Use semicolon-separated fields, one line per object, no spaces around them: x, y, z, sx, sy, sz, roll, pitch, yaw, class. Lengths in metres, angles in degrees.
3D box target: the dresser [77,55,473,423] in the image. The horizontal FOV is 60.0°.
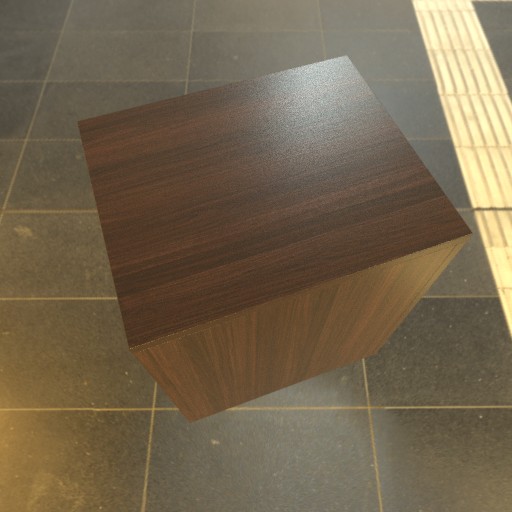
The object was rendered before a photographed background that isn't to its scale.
0.000;0.000;0.763;0.400;0.470;0.360;-18;62;-10;dresser
